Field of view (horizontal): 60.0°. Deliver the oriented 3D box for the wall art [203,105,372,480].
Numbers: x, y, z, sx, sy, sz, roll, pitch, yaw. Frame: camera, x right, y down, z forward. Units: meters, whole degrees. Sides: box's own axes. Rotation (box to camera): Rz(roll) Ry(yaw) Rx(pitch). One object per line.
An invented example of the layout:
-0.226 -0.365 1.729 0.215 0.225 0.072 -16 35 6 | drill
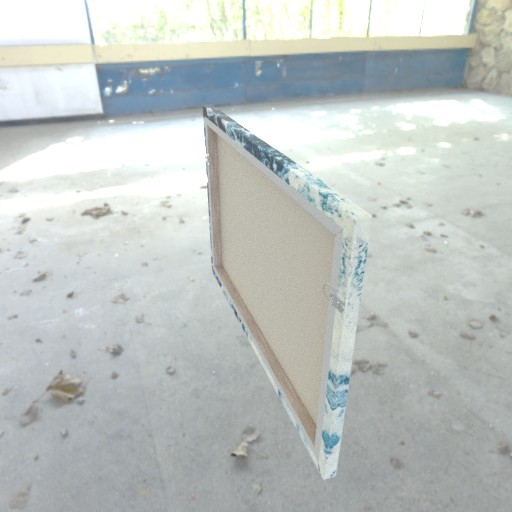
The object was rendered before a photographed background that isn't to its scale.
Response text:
0.000 0.000 1.949 0.055 1.017 1.524 -10 31 -17 | wall art
